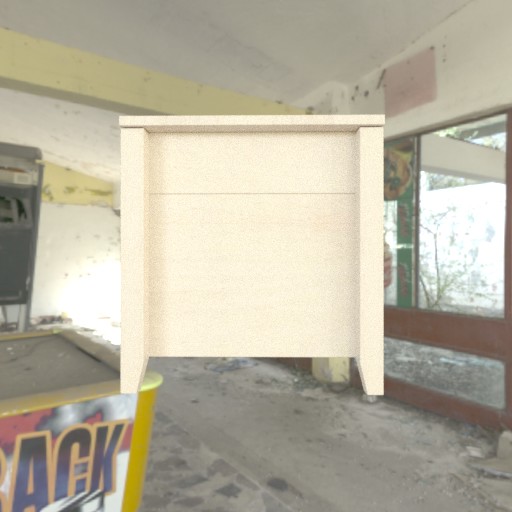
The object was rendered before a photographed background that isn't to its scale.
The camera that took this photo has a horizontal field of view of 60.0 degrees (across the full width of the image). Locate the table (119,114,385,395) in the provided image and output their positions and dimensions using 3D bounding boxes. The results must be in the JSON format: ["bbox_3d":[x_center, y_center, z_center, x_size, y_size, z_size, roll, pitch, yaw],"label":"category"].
[{"bbox_3d":[0.000,0.000,1.268,0.457,0.483,1.016,0,0,1],"label":"table"}]
